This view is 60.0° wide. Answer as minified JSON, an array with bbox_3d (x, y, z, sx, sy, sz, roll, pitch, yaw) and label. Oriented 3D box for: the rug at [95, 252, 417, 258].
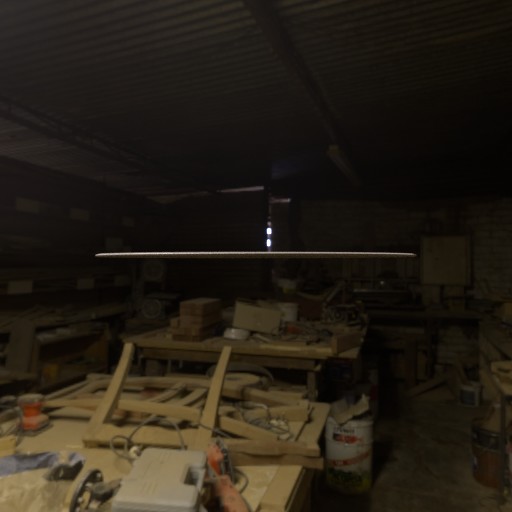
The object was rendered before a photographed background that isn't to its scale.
[{"bbox_3d":[0.000,0.000,2.337,1.593,0.012,1.593,0,-1,0],"label":"rug"}]
